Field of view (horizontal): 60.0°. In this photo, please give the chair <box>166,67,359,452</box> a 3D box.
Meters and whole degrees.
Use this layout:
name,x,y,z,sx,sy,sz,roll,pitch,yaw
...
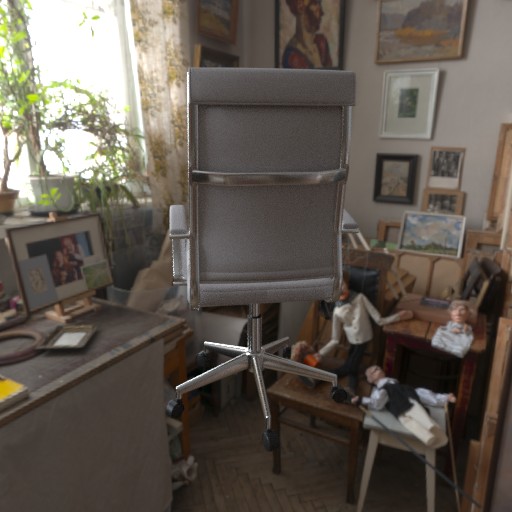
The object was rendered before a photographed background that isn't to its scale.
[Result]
name,x,y,z,sx,sy,sz,roll,pitch,yaw
chair,0.000,0.000,1.567,0.679,1.149,0.667,-2,15,-8
